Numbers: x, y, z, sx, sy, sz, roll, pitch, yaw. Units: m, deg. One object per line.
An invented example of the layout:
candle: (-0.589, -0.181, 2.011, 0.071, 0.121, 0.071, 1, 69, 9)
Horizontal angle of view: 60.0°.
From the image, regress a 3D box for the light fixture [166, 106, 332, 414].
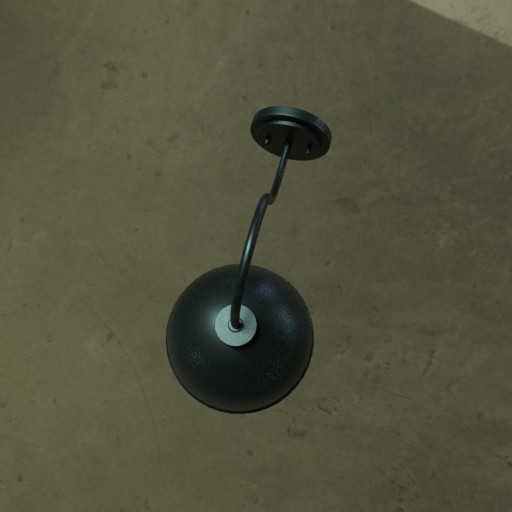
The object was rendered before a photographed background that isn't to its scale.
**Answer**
light fixture: (0.000, 0.000, 0.650, 0.253, 0.295, 0.467, 14, 75, 4)
